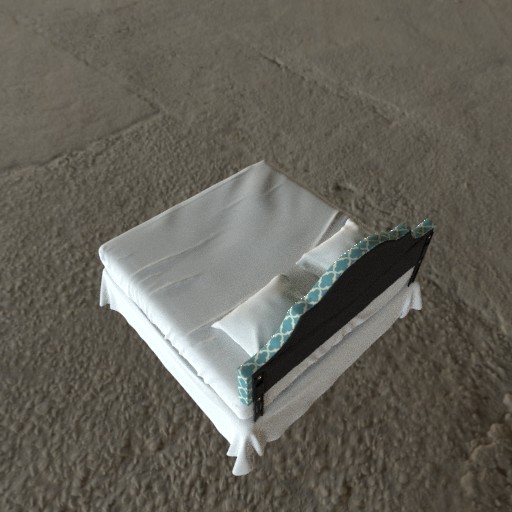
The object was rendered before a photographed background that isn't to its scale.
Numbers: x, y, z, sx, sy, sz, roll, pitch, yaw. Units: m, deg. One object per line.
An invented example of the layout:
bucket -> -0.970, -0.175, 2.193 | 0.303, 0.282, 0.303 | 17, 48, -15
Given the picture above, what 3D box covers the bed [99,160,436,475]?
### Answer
bed -> 0.000, 0.000, 3.786 | 2.314, 1.601, 2.222 | -33, 55, -27
